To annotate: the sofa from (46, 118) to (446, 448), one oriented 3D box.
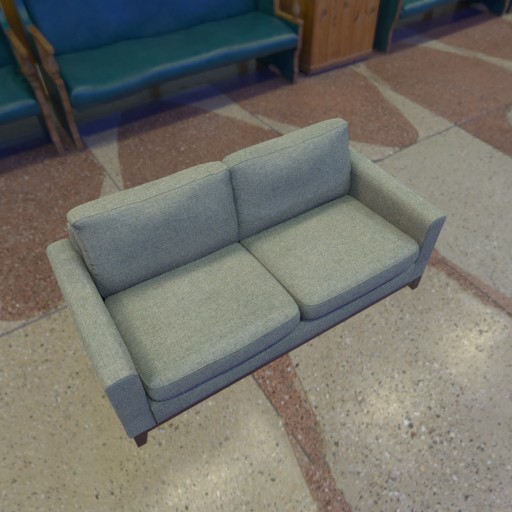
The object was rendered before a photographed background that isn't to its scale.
[{"bbox_3d":[0.000,0.000,2.476,1.978,0.892,0.969,-24,51,-22],"label":"sofa"}]
